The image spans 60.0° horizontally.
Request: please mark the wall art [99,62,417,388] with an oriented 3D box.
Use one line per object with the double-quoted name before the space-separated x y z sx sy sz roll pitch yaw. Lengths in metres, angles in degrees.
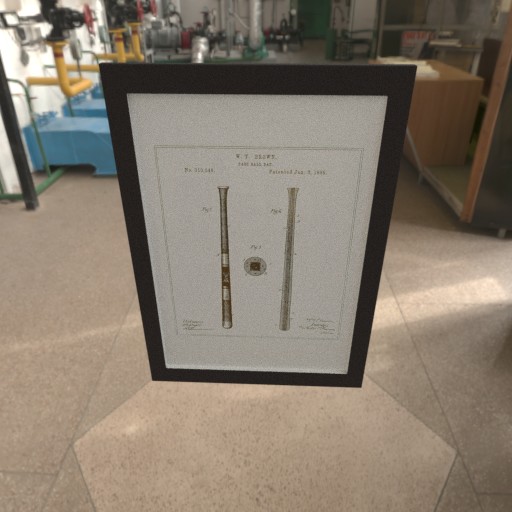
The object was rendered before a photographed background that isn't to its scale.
"wall art" 0.000 0.000 0.659 0.374 0.529 0.012 1 31 2
